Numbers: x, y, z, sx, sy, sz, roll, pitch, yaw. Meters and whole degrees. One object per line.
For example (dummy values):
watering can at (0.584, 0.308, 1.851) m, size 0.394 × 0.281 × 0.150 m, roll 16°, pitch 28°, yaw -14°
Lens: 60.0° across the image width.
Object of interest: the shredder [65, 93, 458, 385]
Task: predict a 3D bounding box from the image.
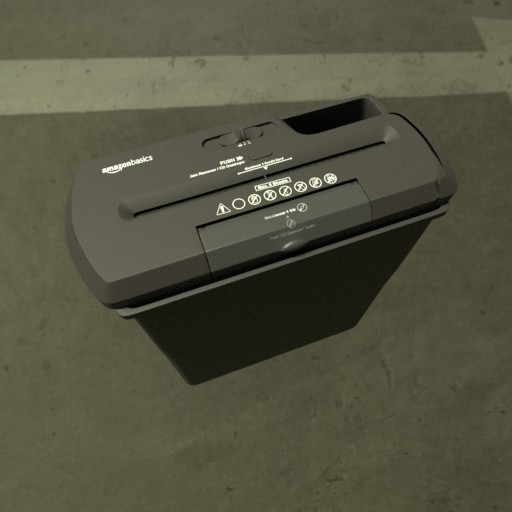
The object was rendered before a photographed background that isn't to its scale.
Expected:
shredder at (0.000, 0.000, 0.505) m, size 0.320 × 0.335 × 0.170 m, roll -18°, pitch 63°, yaw -9°
